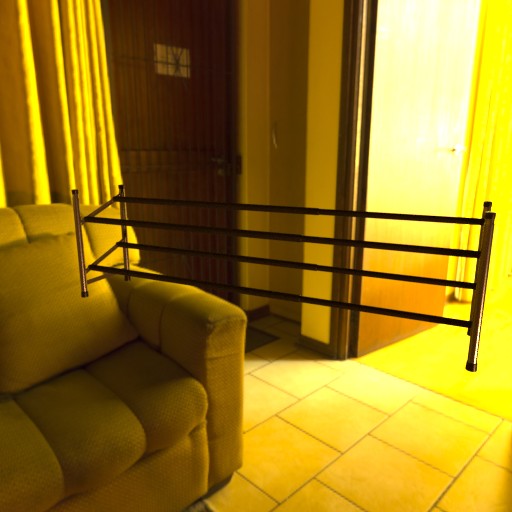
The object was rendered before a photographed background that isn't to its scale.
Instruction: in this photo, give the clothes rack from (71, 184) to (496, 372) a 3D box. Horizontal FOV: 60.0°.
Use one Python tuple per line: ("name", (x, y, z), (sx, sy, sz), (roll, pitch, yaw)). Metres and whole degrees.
("clothes rack", (0.000, 0.000, 1.261), (1.168, 0.349, 0.229), (6, 15, 25))
